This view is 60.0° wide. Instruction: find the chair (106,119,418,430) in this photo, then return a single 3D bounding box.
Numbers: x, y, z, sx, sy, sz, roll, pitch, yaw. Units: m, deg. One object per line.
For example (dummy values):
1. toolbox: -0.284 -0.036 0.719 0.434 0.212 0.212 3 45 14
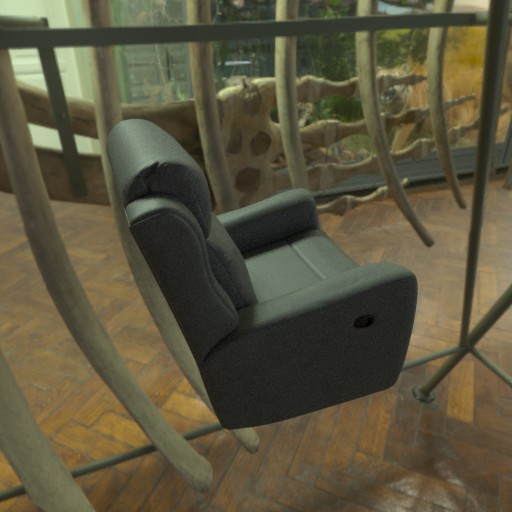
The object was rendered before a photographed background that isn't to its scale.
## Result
1. chair: 0.000 0.000 1.923 1.068 1.116 0.965 -11 31 -18
